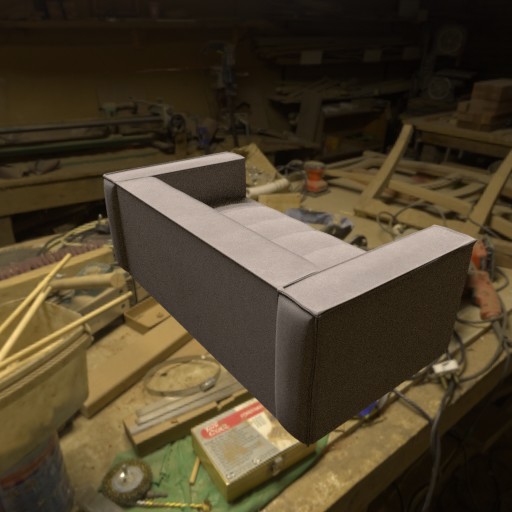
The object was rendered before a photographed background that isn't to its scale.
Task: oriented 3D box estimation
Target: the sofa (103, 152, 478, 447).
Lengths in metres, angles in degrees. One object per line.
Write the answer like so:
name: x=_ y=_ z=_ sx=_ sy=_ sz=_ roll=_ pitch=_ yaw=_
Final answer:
sofa: x=0.000 y=0.000 z=2.534 sx=1.038 sy=0.680 sz=1.995 roll=-19 pitch=33 yaw=-32
